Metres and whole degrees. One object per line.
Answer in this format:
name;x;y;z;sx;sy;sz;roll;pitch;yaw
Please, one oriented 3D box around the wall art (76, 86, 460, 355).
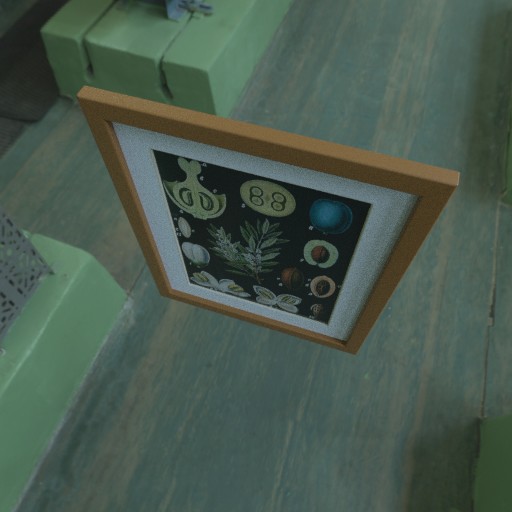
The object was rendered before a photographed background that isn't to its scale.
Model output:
wall art;0.000;0.000;0.737;0.449;0.550;0.021;16;60;9
